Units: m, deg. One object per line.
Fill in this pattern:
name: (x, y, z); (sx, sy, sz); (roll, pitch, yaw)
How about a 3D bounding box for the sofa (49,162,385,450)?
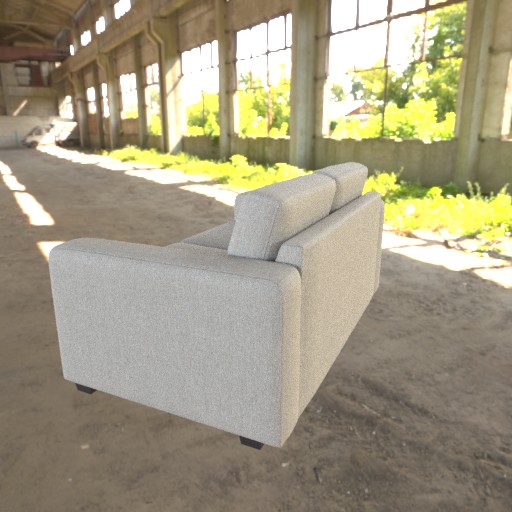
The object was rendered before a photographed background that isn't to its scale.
sofa: (0.000, 0.000, 2.038); (0.900, 0.800, 1.540); (7, 18, 24)
